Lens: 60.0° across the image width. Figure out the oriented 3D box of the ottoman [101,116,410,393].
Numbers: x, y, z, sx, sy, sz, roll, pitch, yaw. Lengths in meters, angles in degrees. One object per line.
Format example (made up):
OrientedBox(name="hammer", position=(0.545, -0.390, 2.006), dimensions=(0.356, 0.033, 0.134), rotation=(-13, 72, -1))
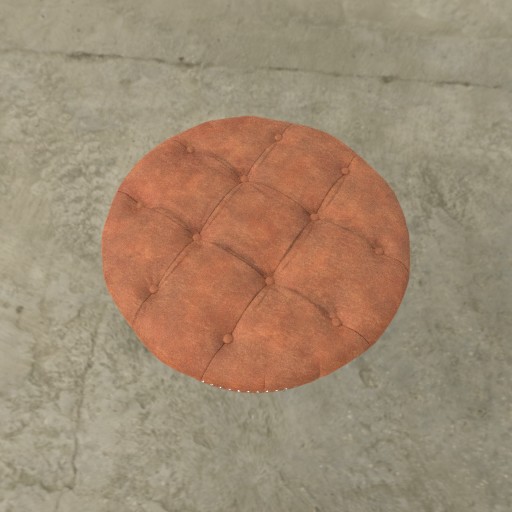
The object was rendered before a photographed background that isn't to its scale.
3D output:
OrientedBox(name="ottoman", position=(0.000, 0.000, 1.435), dimensions=(0.901, 0.444, 0.901), rotation=(0, 63, 0))
